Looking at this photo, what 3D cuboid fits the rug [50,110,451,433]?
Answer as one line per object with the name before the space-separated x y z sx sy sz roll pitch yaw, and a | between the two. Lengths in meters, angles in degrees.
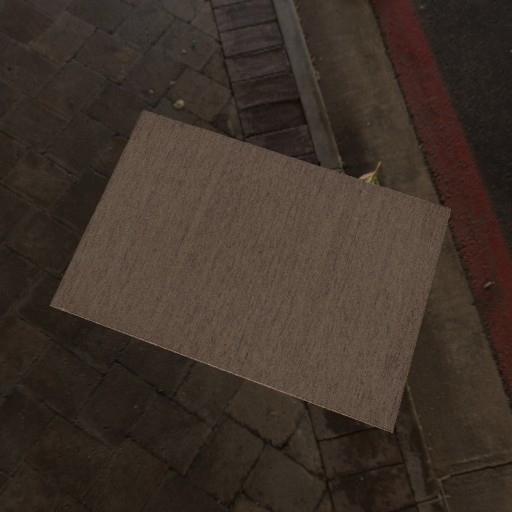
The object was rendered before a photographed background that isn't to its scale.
rug | 0.000 0.000 2.373 1.840 0.013 1.225 19 76 5
